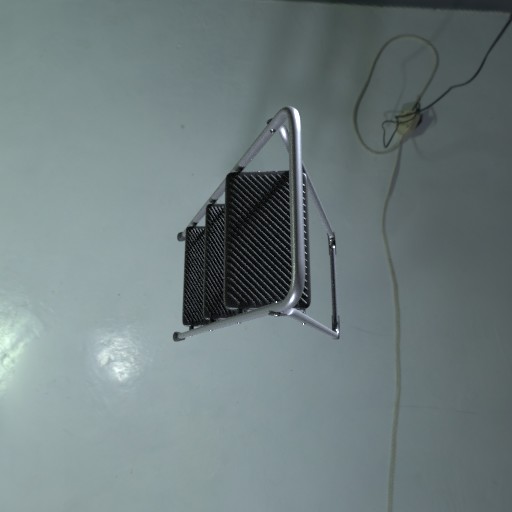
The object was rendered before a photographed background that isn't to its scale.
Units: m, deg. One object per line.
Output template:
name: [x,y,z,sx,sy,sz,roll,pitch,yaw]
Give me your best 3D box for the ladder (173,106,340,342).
ladder: [0.000,0.000,1.263,0.629,0.945,0.430,0,76,0]
